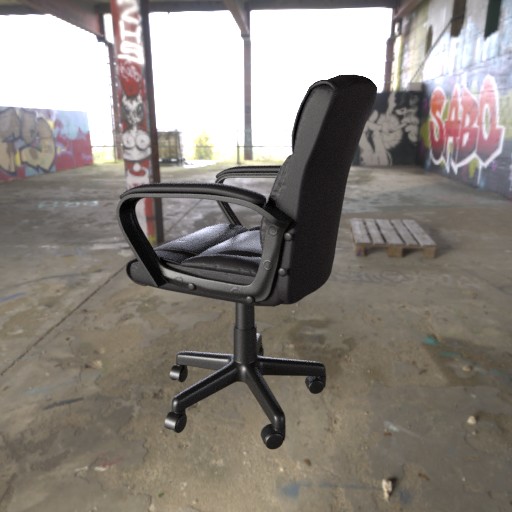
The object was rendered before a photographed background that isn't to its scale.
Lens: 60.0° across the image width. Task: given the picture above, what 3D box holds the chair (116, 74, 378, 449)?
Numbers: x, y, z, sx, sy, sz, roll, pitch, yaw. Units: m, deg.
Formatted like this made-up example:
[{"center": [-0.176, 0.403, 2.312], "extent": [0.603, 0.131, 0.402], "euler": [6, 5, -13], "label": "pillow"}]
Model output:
[{"center": [0.000, 0.000, 1.349], "extent": [0.641, 0.998, 0.576], "euler": [7, 18, 23], "label": "chair"}]
